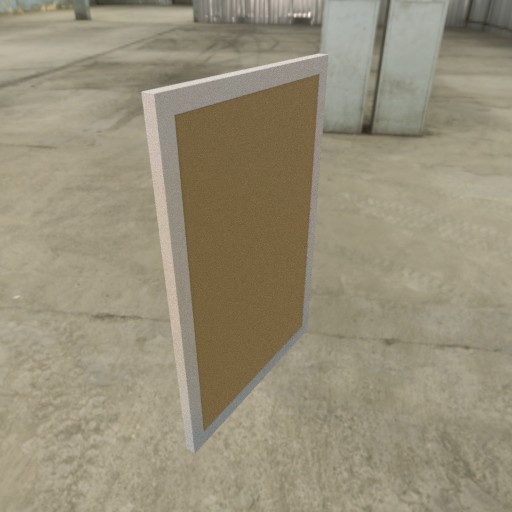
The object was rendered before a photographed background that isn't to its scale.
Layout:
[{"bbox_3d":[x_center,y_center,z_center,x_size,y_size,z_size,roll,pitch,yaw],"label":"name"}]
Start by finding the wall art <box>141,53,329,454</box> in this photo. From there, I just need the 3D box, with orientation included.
[{"bbox_3d":[0.000,0.000,1.454,0.038,1.143,0.764,20,36,29],"label":"wall art"}]
